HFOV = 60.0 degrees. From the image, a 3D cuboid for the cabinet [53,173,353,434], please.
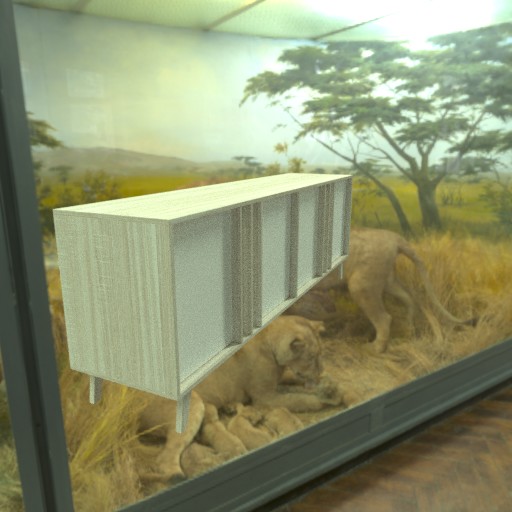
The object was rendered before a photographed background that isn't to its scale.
[{"bbox_3d":[0.000,0.000,2.493,0.500,0.780,2.200,7,16,25],"label":"cabinet"}]
